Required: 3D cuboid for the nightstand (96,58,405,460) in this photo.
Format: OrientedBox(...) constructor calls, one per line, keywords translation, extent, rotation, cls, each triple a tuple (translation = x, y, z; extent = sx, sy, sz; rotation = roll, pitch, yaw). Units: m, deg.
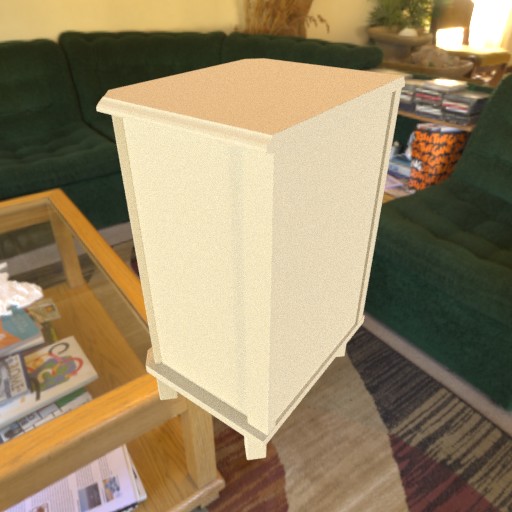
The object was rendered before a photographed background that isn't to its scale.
OrientedBox(translation=(0.000, 0.000, 0.919), extent=(0.351, 0.681, 0.435), rotation=(22, 39, 30), cls="nightstand")
